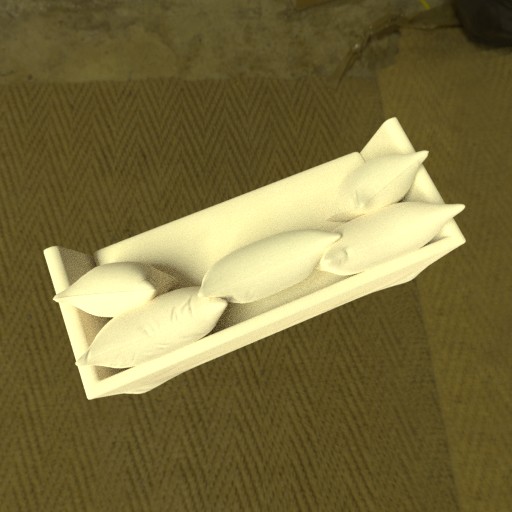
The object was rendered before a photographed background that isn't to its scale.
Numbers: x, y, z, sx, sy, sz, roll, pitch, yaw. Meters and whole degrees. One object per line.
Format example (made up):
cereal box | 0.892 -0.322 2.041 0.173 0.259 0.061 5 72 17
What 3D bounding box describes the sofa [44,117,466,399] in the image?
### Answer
sofa | 0.000 0.000 2.989 2.484 1.042 1.030 -22 76 -6
